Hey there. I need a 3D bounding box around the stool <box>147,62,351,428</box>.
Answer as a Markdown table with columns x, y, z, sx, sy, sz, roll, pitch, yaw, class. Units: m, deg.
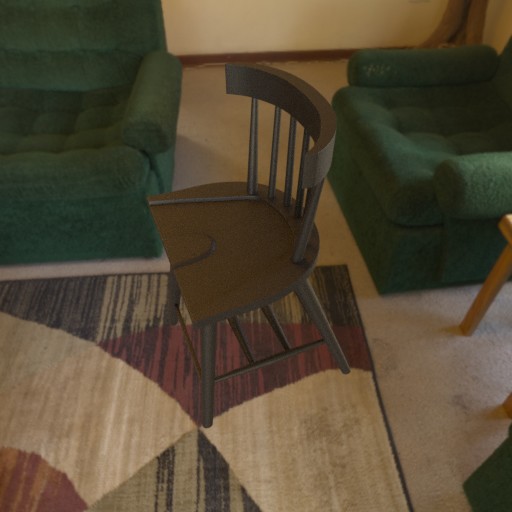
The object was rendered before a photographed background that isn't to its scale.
| x | y | z | sx | sy | sz | roll | pitch | yaw | class |
| --- | --- | --- | --- | --- | --- | --- | --- | --- | --- |
| 0.000 | 0.000 | 1.310 | 0.549 | 0.953 | 0.494 | -16 | 48 | -15 | stool |
